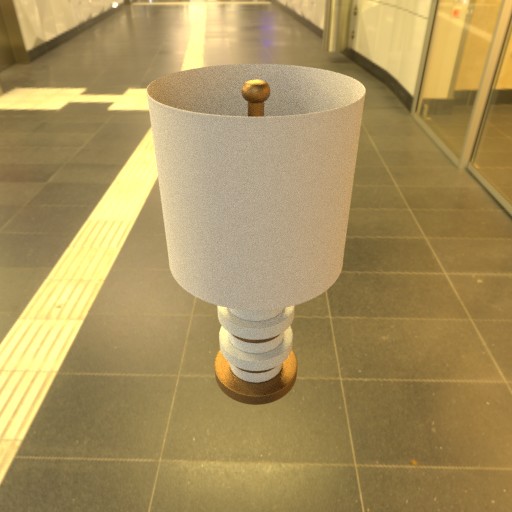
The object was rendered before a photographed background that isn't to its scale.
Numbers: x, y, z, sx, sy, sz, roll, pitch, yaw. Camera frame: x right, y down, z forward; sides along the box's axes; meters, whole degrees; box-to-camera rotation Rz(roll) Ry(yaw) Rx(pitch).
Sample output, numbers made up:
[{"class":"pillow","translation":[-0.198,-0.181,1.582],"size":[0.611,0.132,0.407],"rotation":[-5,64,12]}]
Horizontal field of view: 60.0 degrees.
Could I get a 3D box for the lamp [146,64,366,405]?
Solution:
[{"class":"lamp","translation":[0.000,0.000,0.544],"size":[0.210,0.410,0.210],"rotation":[-10,35,-15]}]
